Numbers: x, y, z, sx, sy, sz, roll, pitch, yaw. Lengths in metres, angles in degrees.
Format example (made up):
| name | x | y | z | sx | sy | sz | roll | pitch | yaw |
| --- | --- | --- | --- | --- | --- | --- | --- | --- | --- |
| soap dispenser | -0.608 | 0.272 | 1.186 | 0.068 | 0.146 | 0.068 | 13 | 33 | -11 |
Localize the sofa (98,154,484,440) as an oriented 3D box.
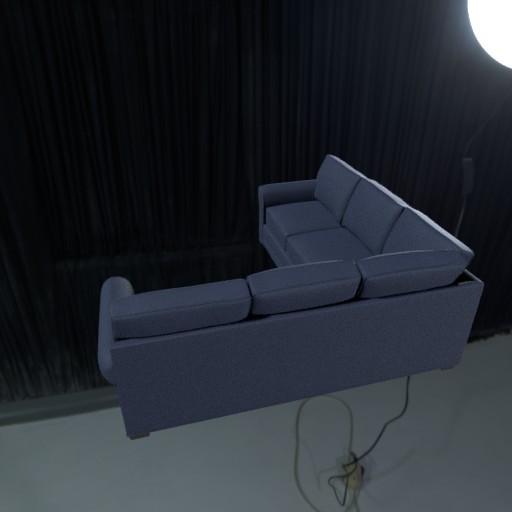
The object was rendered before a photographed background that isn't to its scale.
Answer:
| name | x | y | z | sx | sy | sz | roll | pitch | yaw |
| --- | --- | --- | --- | --- | --- | --- | --- | --- | --- |
| sofa | 0.000 | 0.000 | 3.899 | 2.562 | 1.042 | 2.487 | -8 | 31 | -13 |
